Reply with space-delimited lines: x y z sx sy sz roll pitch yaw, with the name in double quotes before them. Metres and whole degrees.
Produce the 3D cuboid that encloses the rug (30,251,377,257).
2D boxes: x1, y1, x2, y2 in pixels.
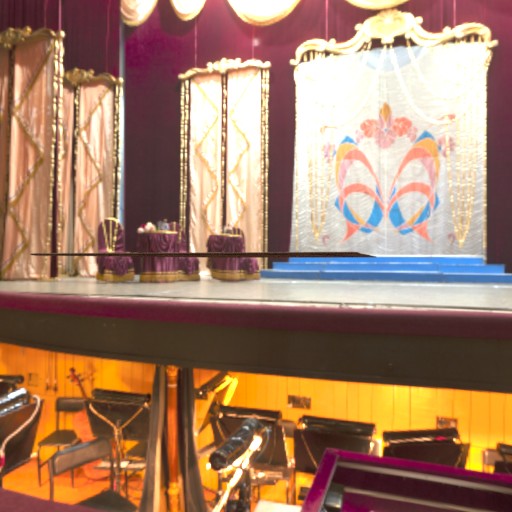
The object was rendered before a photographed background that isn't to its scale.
"rug" 0.000 0.000 3.084 1.554 0.011 2.476 0 0 17
